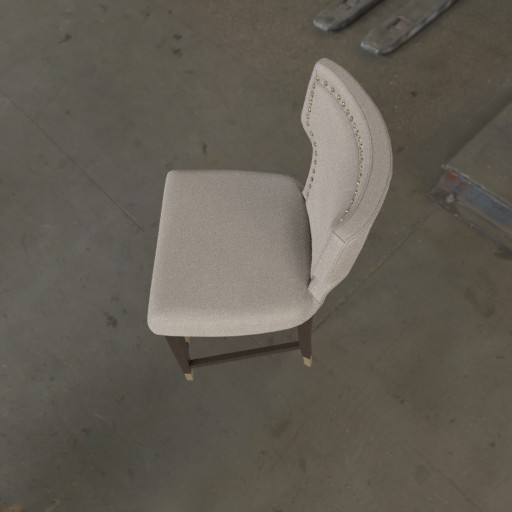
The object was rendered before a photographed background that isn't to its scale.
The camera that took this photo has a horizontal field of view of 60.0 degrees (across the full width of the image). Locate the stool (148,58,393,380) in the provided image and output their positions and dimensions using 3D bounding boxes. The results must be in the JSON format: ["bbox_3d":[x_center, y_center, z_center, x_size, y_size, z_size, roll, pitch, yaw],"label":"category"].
[{"bbox_3d":[0.000,0.000,1.334,0.563,0.982,0.527,0,59,0],"label":"stool"}]
